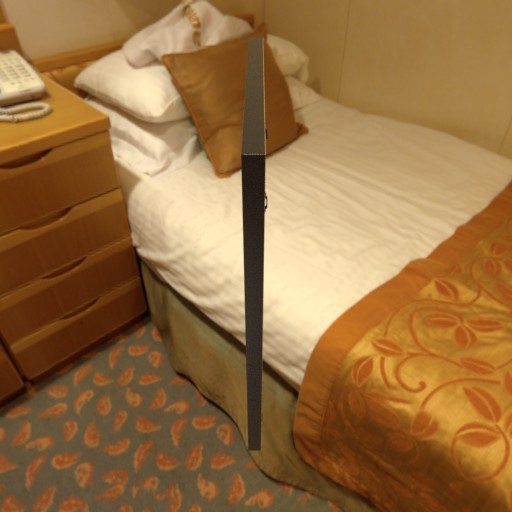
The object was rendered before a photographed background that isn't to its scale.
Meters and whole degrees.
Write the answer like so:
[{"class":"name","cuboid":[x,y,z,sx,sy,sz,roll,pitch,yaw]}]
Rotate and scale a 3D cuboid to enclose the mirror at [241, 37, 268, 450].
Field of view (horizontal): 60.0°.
[{"class":"mirror","cuboid":[0.000,0.000,1.173,0.040,0.915,0.609,0,41,0]}]
